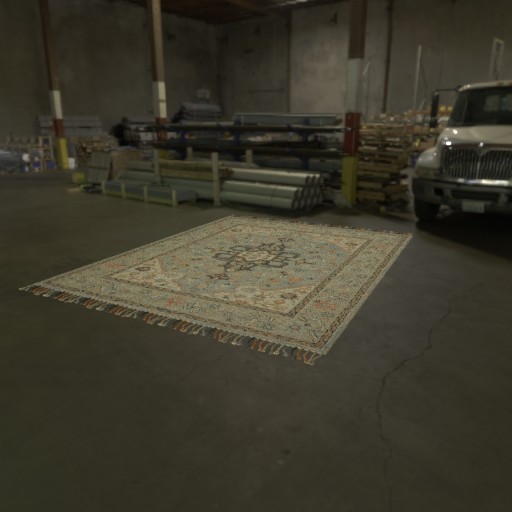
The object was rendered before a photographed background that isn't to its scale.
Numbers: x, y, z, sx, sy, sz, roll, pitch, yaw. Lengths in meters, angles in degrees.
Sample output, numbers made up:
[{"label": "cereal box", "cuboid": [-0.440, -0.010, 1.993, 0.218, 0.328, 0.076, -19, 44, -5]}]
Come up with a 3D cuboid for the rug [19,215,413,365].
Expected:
[{"label": "rug", "cuboid": [0.000, 0.000, 4.170, 2.379, 0.011, 3.221, 8, 19, 26]}]
